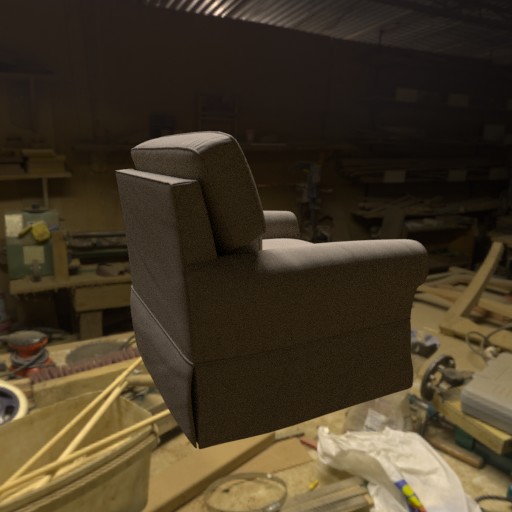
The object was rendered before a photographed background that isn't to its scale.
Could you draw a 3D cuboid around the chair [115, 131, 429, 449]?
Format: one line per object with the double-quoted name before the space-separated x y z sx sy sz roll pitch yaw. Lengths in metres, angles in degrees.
"chair" 0.000 0.000 1.924 0.988 1.017 1.135 -7 15 -26
